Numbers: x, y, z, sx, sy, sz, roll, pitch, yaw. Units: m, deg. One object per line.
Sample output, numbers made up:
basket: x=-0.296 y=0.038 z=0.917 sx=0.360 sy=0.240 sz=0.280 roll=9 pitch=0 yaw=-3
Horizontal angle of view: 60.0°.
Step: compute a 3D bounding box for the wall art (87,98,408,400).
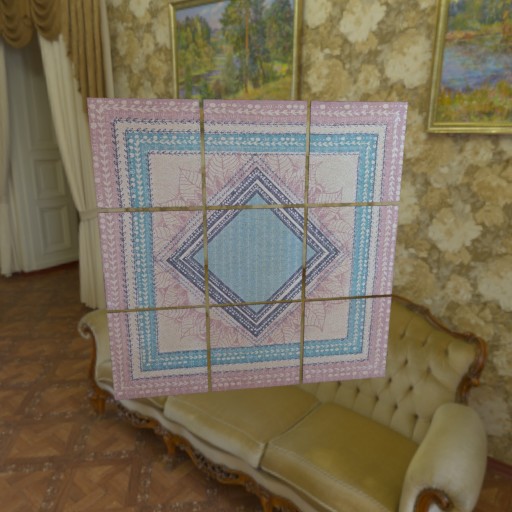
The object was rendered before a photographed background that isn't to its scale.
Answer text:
wall art: x=0.000 y=0.000 z=2.291 sx=1.527 sy=1.525 sz=0.014 roll=-2 pitch=15 yaw=-9
